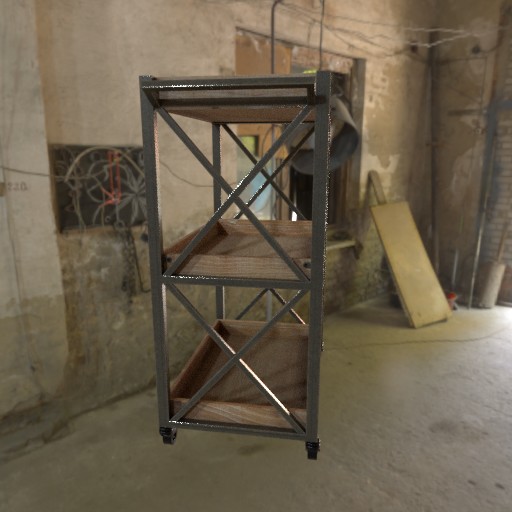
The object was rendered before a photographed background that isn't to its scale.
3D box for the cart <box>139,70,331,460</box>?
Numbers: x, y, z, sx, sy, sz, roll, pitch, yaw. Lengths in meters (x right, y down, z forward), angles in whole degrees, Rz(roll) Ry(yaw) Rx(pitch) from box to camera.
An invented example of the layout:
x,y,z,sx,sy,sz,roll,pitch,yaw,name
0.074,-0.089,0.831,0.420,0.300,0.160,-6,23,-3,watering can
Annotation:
x,y,z,sx,sy,sz,roll,pitch,yaw,name
0.000,0.000,1.195,0.377,0.835,0.673,2,13,9,cart
